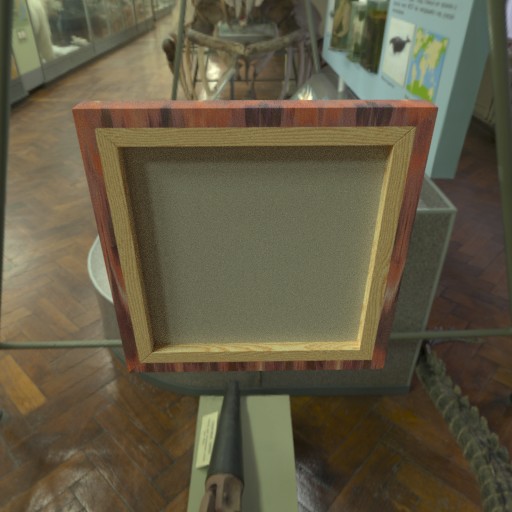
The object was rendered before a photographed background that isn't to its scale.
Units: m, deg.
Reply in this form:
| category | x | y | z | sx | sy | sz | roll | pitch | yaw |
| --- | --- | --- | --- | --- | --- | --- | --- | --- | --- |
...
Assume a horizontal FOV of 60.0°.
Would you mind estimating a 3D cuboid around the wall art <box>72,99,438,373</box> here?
| category | x | y | z | sx | sy | sz | roll | pitch | yaw |
| --- | --- | --- | --- | --- | --- | --- | --- | --- | --- |
| wall art | 0.000 | 0.000 | 0.609 | 0.403 | 0.406 | 0.038 | -1 | 32 | -1 |
